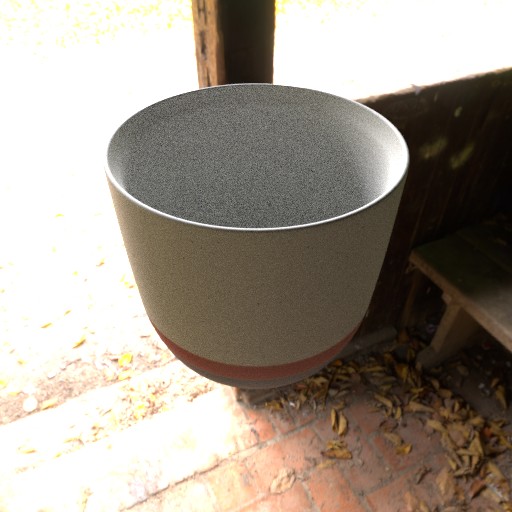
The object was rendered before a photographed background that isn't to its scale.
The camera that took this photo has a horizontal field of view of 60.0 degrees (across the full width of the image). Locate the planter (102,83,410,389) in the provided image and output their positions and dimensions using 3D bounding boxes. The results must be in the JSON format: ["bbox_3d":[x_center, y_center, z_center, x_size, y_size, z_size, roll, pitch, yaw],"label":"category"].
[{"bbox_3d":[0.000,0.000,0.373,0.204,0.214,0.204,0,42,0],"label":"planter"}]
